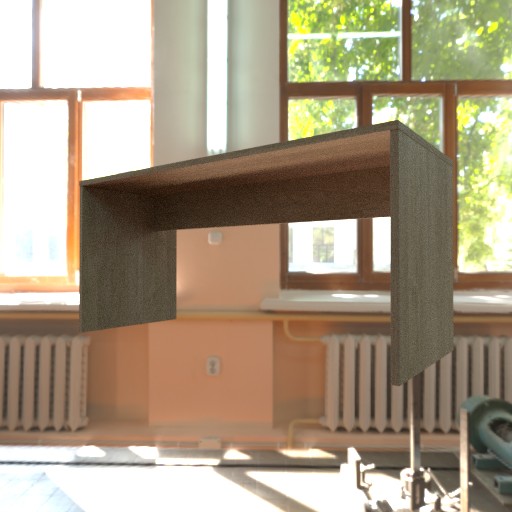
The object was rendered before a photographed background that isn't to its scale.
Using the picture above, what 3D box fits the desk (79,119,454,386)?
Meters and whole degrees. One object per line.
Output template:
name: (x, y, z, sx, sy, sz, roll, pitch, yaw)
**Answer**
desk: (0.000, 0.000, 2.046, 1.600, 0.752, 0.802, -1, -1, 37)
